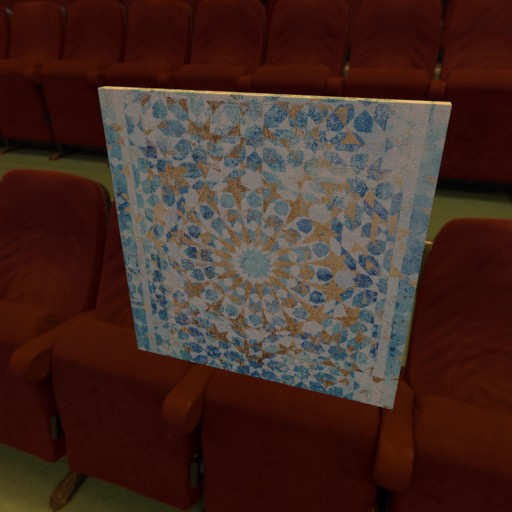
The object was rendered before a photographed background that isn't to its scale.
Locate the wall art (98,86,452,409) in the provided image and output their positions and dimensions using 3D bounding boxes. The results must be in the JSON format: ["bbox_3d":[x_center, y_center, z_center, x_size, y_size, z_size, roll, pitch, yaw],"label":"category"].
[{"bbox_3d":[0.000,0.000,1.326,0.916,0.916,0.040,9,29,17],"label":"wall art"}]
